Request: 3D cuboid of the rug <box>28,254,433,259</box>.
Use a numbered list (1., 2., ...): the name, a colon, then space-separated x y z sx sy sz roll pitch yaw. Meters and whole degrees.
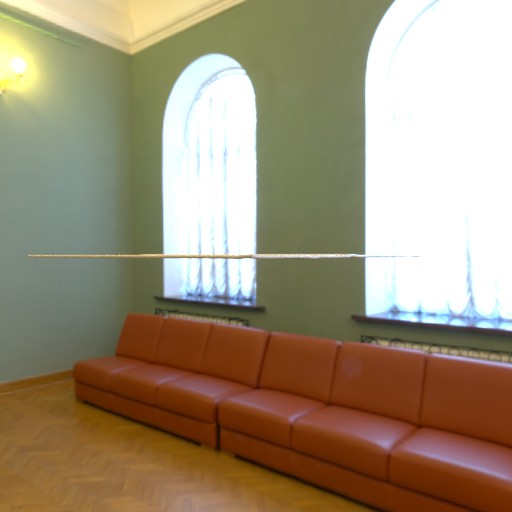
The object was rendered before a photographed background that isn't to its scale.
1. rug: 0.000 0.000 4.866 2.734 0.037 3.659 0 0 37
